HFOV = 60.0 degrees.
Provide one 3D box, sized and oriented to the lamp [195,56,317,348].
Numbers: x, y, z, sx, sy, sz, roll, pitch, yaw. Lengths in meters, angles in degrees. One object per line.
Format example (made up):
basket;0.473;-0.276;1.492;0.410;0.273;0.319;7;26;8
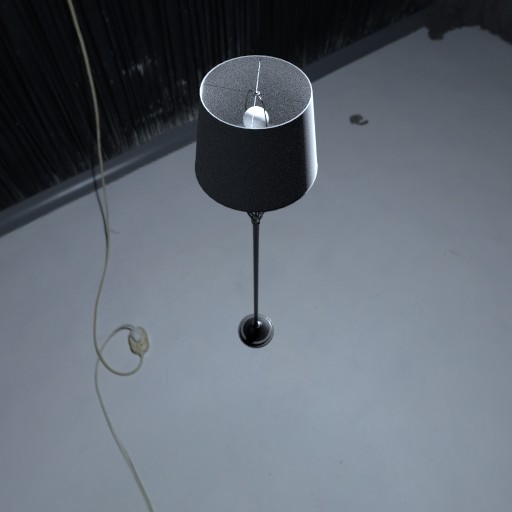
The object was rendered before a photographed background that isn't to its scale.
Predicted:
lamp;0.000;0.000;1.832;0.379;1.623;0.379;0;58;0
